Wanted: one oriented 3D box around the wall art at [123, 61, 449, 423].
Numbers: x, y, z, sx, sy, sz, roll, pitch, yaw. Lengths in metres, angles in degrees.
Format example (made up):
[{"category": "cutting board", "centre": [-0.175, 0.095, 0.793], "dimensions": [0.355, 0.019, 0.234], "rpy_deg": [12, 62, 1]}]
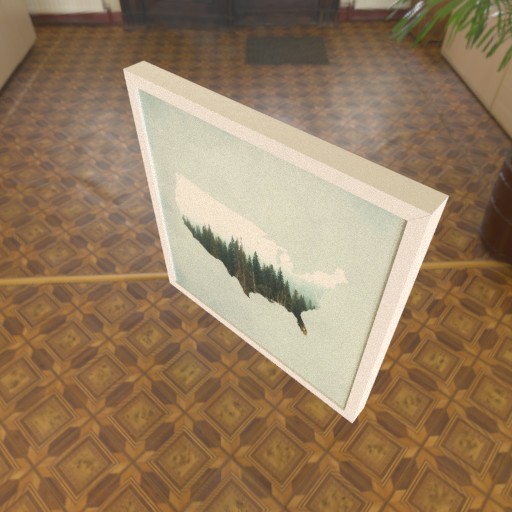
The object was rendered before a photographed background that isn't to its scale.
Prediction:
[{"category": "wall art", "centre": [0.000, 0.000, 0.758], "dimensions": [0.509, 0.509, 0.040], "rpy_deg": [33, 55, 27]}]
